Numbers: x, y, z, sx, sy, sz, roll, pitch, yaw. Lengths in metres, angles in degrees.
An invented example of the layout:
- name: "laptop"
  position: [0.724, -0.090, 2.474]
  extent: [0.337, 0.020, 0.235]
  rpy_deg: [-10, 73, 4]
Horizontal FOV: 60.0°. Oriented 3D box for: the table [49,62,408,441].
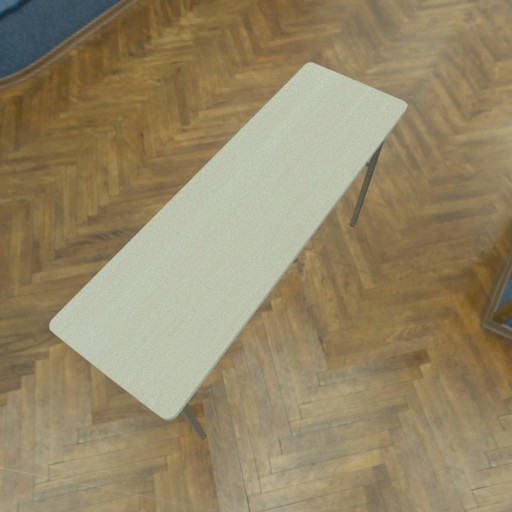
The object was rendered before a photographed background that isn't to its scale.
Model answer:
- name: "table"
  position: [0.000, 0.000, 1.767]
  extent: [0.446, 0.750, 1.397]
  rpy_deg: [31, 64, 17]
